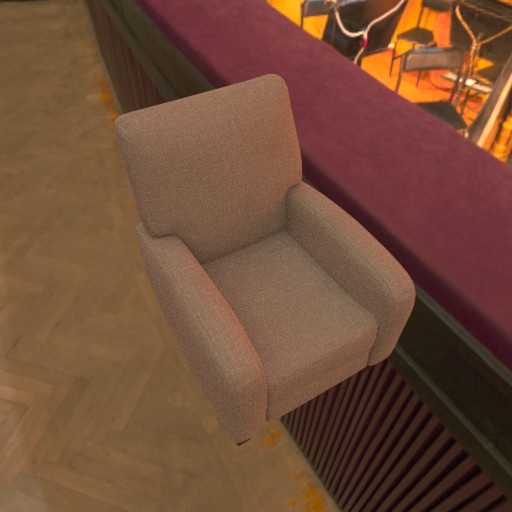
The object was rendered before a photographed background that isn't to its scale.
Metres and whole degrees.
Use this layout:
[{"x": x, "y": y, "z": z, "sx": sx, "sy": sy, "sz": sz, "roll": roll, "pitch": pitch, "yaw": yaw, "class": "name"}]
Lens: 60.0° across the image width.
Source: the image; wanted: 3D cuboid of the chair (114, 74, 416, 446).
[{"x": 0.000, "y": 0.000, "z": 1.692, "sx": 0.762, "sy": 0.990, "sz": 0.990, "roll": -23, "pitch": 52, "yaw": -20, "class": "chair"}]
